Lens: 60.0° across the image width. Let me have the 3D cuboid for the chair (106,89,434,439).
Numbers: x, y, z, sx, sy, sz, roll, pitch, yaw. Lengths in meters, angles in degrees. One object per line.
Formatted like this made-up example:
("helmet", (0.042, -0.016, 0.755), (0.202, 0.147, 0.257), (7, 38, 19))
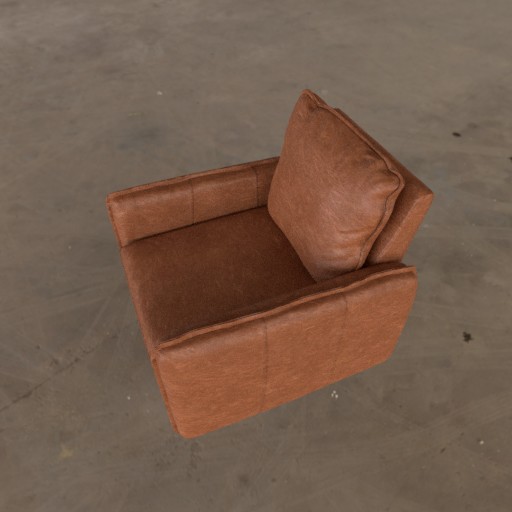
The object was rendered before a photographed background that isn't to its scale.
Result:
("chair", (0.000, 0.000, 1.619), (0.922, 0.922, 0.830), (-17, 48, -16))
